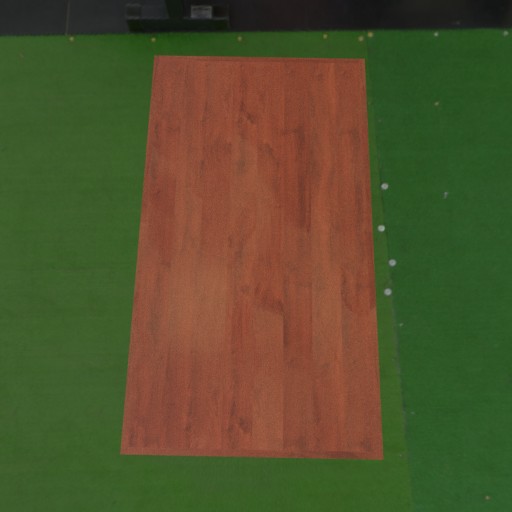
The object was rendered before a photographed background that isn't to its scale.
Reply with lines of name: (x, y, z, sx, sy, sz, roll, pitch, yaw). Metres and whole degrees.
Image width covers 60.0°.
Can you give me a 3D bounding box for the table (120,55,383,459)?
table: (0.000, 0.000, 1.371, 0.610, 0.457, 1.067, 1, 76, 0)
